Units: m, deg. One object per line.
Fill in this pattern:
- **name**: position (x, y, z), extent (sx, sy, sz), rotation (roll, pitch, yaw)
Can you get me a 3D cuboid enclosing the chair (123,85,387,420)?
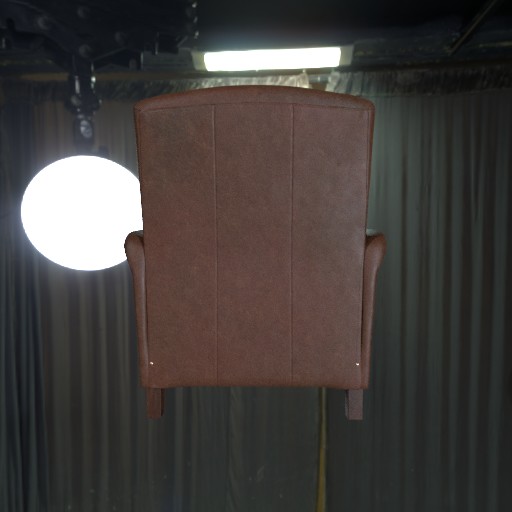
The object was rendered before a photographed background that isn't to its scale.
- **chair**: position (0.000, 0.000, 1.777), extent (0.978, 1.061, 0.902), rotation (0, 1, 1)
